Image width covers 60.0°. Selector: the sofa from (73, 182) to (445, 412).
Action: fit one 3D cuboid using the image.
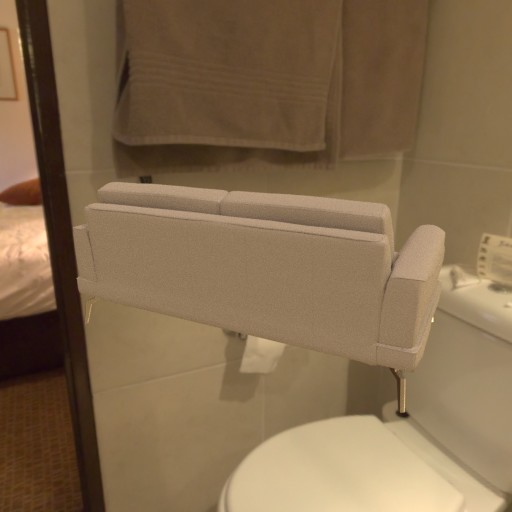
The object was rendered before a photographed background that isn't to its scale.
[{"bbox_3d":[0.000,0.000,2.826,2.177,0.930,1.121,9,19,26],"label":"sofa"}]
